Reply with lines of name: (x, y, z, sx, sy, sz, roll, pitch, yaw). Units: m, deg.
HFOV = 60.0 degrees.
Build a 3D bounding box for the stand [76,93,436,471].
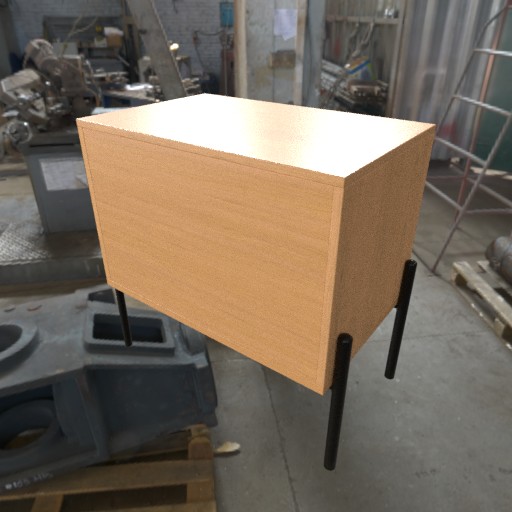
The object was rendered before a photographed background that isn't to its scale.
stand: (0.000, 0.000, 1.002, 0.630, 0.600, 0.400, 20, 35, 31)
